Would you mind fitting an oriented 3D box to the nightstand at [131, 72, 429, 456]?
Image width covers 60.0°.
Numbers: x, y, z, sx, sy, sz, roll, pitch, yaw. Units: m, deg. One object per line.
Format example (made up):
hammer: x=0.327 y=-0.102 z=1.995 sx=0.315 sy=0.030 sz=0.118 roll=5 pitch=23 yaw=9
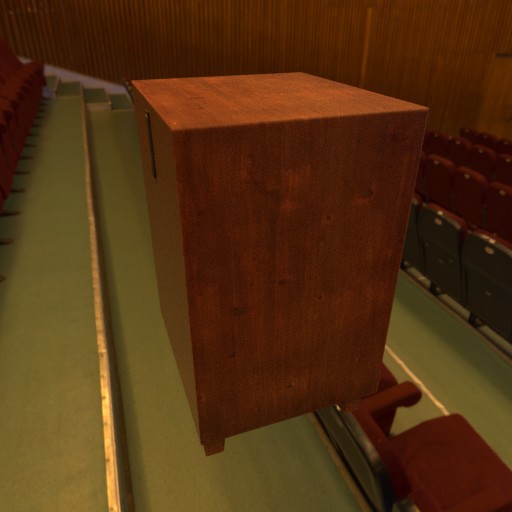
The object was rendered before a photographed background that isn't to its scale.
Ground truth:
nightstand: x=0.000 y=0.000 z=0.990 sx=0.410 sy=0.695 sz=0.465 roll=-10 pitch=31 yaw=-17
